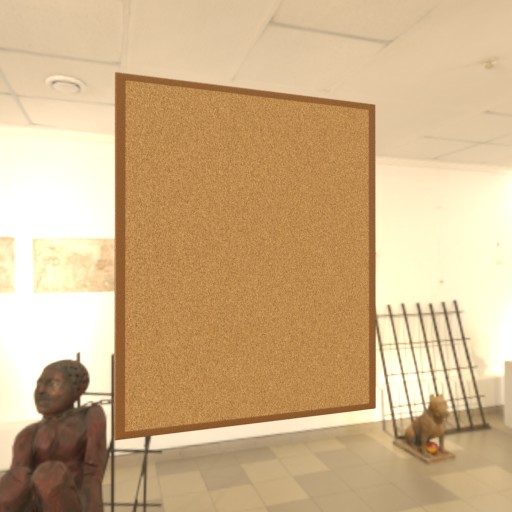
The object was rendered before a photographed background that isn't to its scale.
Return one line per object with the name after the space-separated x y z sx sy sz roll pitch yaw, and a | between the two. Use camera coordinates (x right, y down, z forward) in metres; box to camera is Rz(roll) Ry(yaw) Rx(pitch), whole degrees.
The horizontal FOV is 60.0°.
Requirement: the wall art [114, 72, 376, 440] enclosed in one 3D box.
0.000 0.000 0.509 0.310 0.379 0.015 0 0 -18 | wall art
